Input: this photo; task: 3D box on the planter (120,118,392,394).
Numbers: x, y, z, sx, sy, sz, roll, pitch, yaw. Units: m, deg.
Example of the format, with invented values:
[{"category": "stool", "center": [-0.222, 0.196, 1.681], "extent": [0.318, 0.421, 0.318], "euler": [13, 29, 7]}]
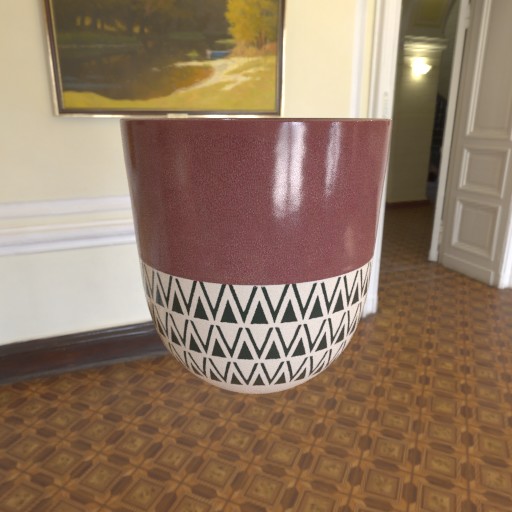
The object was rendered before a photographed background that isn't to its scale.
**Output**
[{"category": "planter", "center": [0.000, 0.000, 0.362], "extent": [0.195, 0.214, 0.195], "euler": [0, 18, 0]}]
